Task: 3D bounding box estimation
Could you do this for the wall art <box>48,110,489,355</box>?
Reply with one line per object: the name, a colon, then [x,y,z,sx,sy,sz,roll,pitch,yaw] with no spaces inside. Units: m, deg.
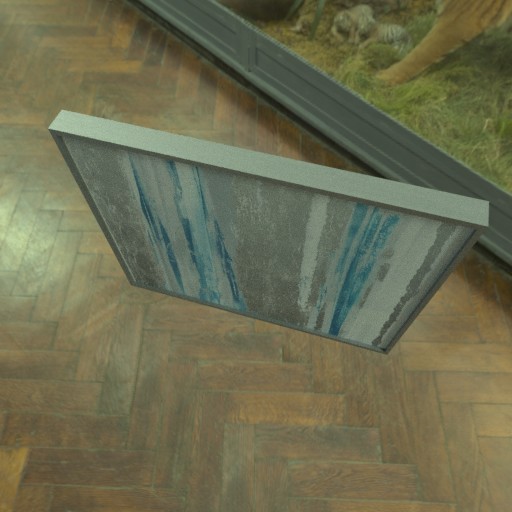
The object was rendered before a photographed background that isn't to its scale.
wall art: [0.000,0.000,0.743,0.557,0.450,0.037,14,60,8]
